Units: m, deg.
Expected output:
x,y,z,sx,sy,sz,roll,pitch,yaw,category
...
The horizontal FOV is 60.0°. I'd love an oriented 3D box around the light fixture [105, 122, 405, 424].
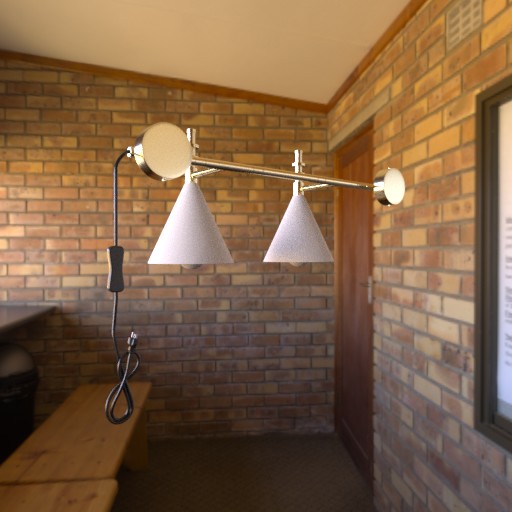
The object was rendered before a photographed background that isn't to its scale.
x,y,z,sx,sy,sz,roll,pitch,yaw,category
0.000,0.000,0.863,0.642,0.468,0.239,0,0,-38,light fixture
